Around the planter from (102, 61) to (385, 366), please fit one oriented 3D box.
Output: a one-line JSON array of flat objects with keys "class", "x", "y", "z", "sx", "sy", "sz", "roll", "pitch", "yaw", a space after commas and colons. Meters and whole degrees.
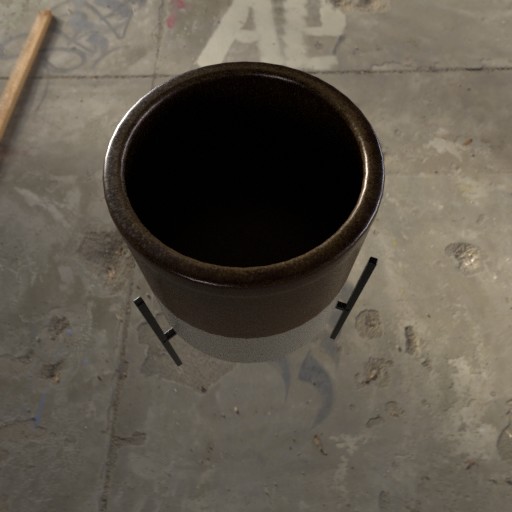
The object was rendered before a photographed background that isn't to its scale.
[{"class": "planter", "x": 0.000, "y": 0.000, "z": 0.551, "sx": 0.269, "sy": 0.375, "sz": 0.255, "roll": 17, "pitch": 64, "yaw": 8}]
